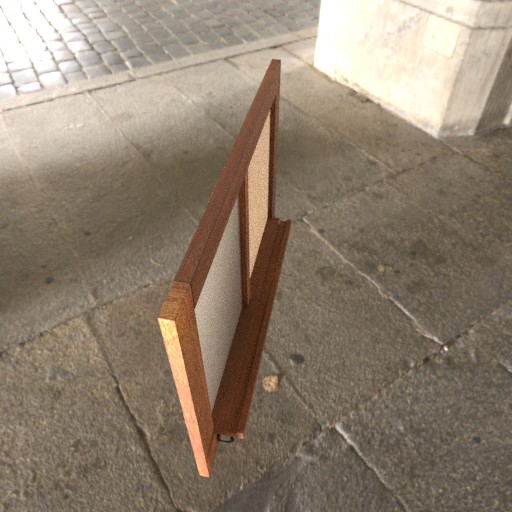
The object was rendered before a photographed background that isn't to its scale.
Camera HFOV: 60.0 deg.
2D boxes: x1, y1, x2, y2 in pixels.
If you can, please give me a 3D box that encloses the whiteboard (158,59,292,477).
[{"bbox_3d":[0.000,0.000,0.997,0.083,0.559,0.783,8,46,8],"label":"whiteboard"}]
